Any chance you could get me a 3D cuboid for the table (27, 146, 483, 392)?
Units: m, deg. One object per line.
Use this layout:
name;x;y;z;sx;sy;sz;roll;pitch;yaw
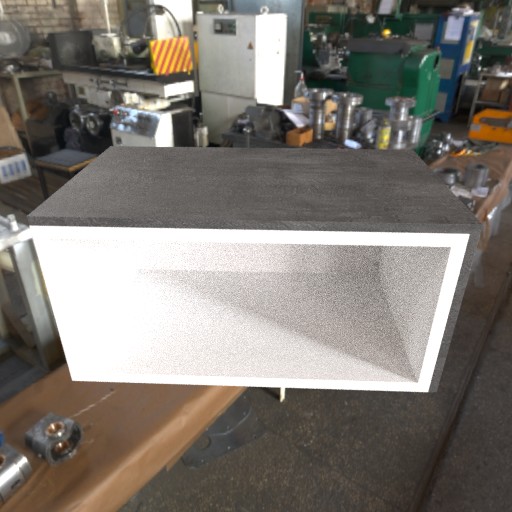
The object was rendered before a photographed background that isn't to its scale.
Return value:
table;0.000;0.000;0.938;0.700;0.350;0.400;1;29;2
